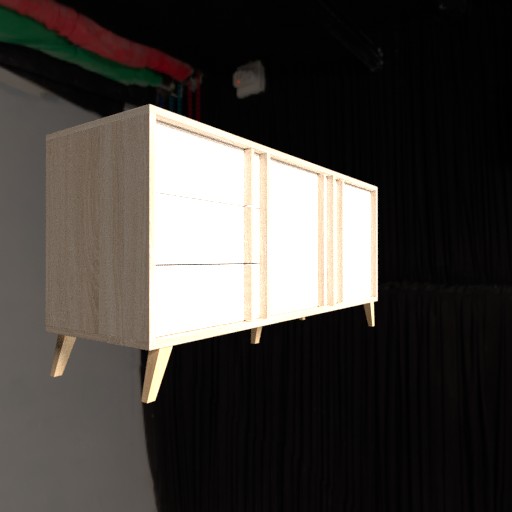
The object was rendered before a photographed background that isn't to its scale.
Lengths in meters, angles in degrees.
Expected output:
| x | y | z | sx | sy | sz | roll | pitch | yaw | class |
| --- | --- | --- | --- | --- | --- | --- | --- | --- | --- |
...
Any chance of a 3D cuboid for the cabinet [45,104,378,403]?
| x | y | z | sx | sy | sz | roll | pitch | yaw | class |
| --- | --- | --- | --- | --- | --- | --- | --- | --- | --- |
| 0.000 | 0.000 | 1.964 | 0.500 | 0.780 | 1.649 | 0 | 0 | 36 | cabinet |
